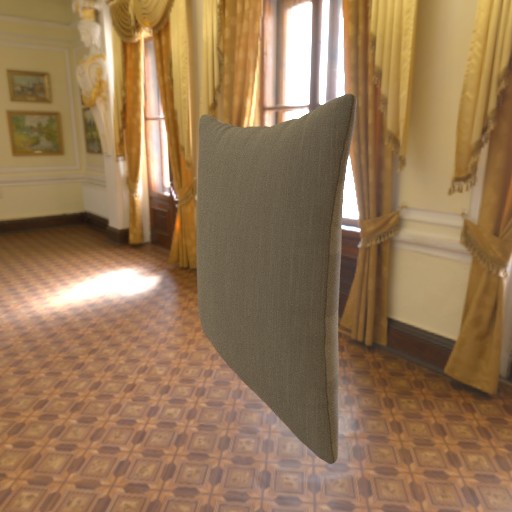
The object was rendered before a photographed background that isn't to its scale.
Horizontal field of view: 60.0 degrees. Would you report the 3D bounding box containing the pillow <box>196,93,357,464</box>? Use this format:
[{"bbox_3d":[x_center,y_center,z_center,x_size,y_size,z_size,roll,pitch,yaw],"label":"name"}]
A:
[{"bbox_3d":[0.000,0.000,0.797,0.161,0.509,0.511,-7,16,-25],"label":"pillow"}]
